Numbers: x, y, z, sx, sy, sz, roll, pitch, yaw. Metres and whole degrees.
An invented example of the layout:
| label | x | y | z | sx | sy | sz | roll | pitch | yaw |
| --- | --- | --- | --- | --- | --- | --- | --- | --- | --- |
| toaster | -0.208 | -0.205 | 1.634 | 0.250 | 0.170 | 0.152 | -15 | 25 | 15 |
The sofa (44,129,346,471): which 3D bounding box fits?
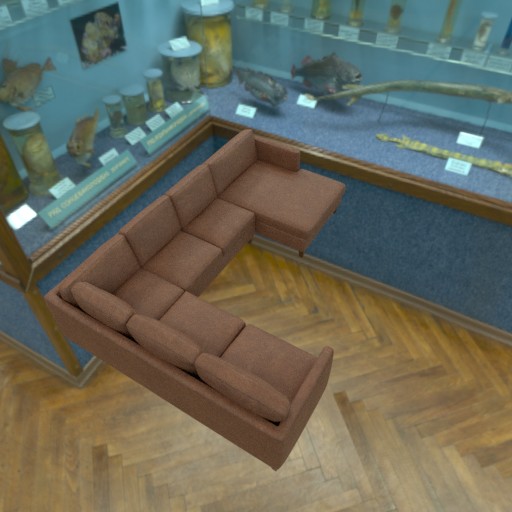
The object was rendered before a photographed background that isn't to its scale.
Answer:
| label | x | y | z | sx | sy | sz | roll | pitch | yaw |
| --- | --- | --- | --- | --- | --- | --- | --- | --- | --- |
| sofa | 0.000 | 0.000 | 4.841 | 2.593 | 0.923 | 3.460 | 24 | 51 | 21 |
